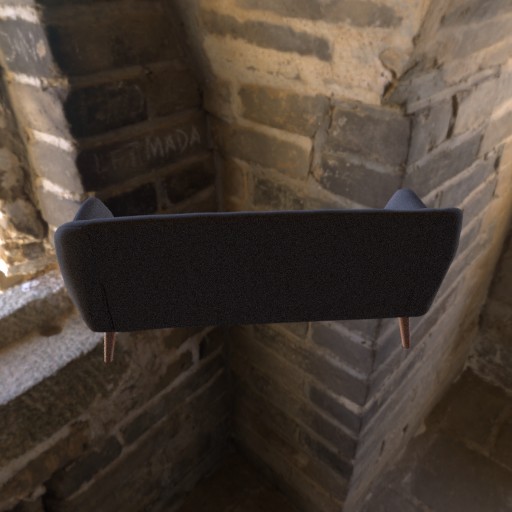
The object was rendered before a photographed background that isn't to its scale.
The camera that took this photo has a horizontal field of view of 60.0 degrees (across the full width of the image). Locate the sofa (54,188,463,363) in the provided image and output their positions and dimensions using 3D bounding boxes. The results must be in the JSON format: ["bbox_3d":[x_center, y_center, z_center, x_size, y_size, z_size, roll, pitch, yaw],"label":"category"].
[{"bbox_3d":[0.000,0.000,2.248,1.840,0.820,0.820,-2,30,-4],"label":"sofa"}]
